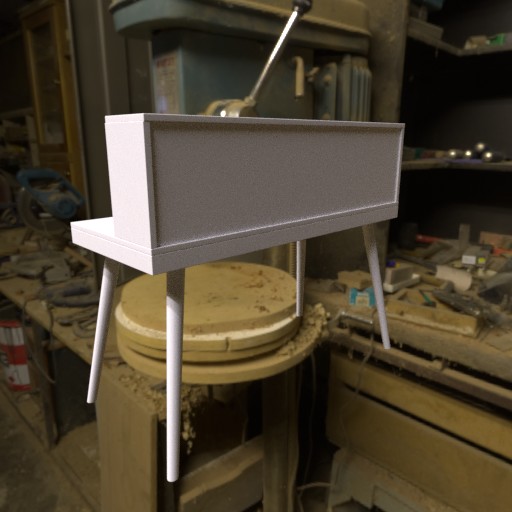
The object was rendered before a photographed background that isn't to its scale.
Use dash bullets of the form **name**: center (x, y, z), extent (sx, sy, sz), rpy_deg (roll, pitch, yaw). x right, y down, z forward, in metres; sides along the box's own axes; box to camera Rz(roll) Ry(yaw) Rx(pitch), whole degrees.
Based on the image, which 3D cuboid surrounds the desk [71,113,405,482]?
- **desk**: center (0.000, 0.000, 1.709), extent (1.199, 0.990, 0.559), rpy_deg (-14, 20, -42)
